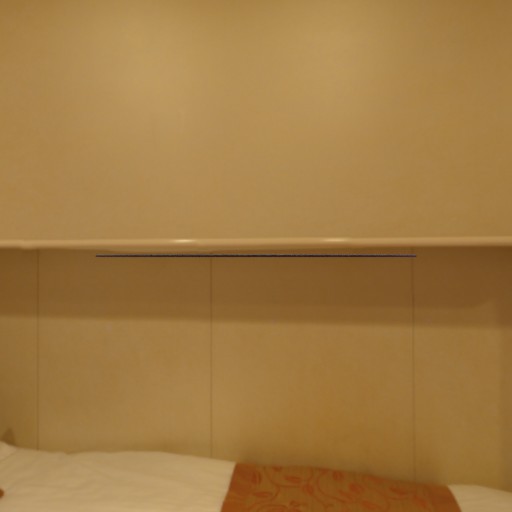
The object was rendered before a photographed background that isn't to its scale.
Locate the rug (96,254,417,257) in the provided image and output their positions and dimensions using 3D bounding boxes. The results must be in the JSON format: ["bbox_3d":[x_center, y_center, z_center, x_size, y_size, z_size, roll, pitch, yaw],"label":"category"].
[{"bbox_3d":[0.000,0.000,3.499,2.386,0.014,2.386,0,0,0],"label":"rug"}]
